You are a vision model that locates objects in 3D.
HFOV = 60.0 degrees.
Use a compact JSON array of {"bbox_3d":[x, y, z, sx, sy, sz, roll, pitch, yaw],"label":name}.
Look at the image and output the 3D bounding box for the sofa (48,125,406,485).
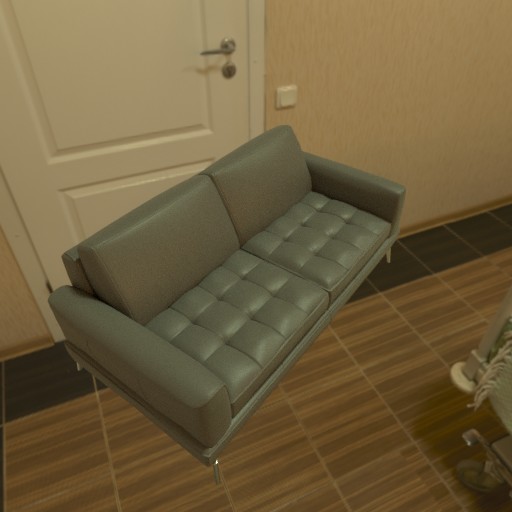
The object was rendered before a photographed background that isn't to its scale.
[{"bbox_3d":[0.000,0.000,2.740,1.121,0.930,2.177,26,47,27],"label":"sofa"}]
